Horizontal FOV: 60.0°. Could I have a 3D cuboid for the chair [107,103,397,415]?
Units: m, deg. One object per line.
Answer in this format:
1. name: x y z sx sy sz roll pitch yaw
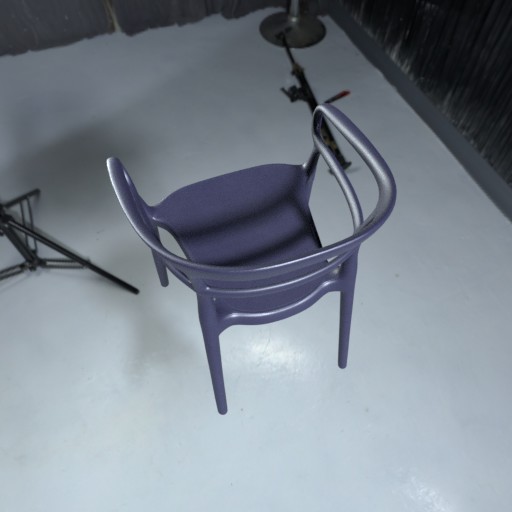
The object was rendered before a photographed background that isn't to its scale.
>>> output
1. chair: 0.000 0.000 1.139 0.559 0.761 0.527 -18 59 -11
